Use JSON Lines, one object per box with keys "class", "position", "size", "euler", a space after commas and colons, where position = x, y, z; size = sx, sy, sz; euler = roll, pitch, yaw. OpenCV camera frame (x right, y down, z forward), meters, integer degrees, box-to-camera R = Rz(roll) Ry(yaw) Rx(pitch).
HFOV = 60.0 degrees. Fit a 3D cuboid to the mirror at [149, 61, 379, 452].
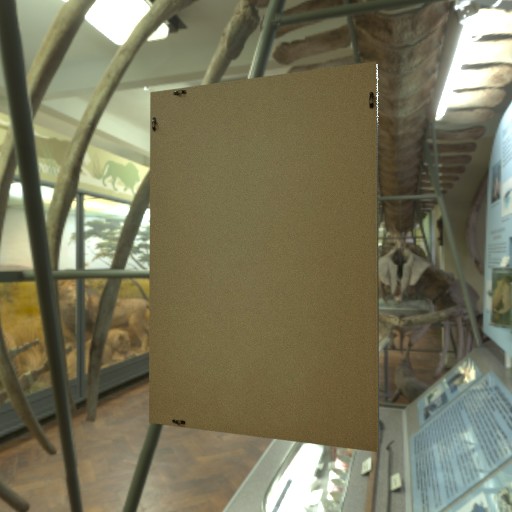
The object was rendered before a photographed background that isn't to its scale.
{"class": "mirror", "position": [0.000, 0.000, 1.146], "size": [0.609, 0.915, 0.041], "euler": [0, -1, 18]}
